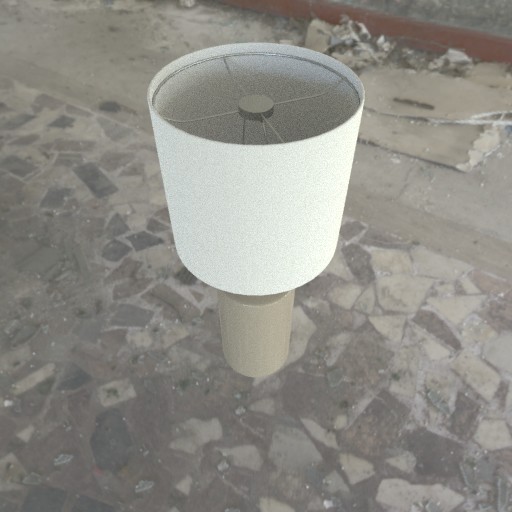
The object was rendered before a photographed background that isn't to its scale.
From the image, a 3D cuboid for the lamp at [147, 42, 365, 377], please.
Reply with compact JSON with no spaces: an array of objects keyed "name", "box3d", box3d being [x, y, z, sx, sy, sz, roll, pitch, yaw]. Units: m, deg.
[{"name":"lamp","box3d":[0.000,0.000,0.617,0.212,0.493,0.212,-16,49,-14]}]
